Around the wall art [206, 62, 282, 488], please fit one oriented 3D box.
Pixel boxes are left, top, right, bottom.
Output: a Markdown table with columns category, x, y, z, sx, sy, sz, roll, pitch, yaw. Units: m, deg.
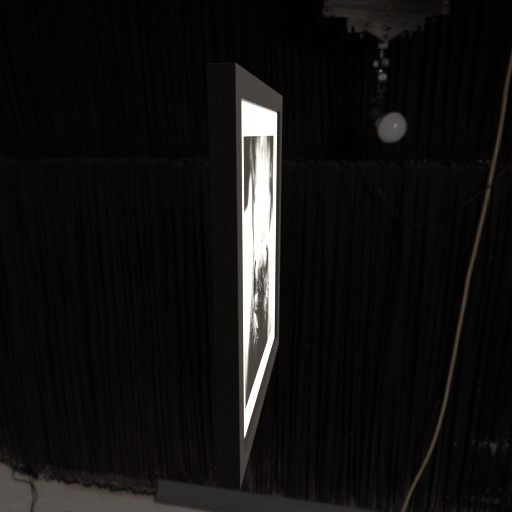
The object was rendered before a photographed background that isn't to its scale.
| category | x | y | z | sx | sy | sz | roll | pitch | yaw |
| --- | --- | --- | --- | --- | --- | --- | --- | --- | --- |
| wall art | 0.000 | 0.000 | 0.558 | 0.024 | 0.404 | 0.329 | 3 | 16 | 9 |
